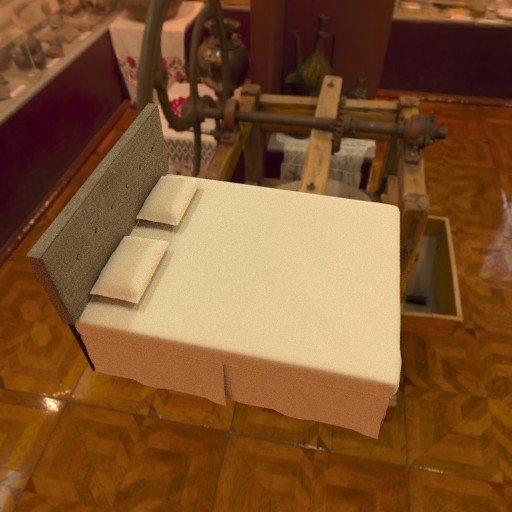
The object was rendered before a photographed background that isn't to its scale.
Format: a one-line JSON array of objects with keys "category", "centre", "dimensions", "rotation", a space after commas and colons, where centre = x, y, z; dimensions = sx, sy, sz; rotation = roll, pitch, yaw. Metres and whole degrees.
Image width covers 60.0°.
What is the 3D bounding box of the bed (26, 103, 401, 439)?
[{"category": "bed", "centre": [0.000, 0.000, 2.974], "dimensions": [1.958, 1.168, 1.621], "rotation": [9, 47, 9]}]
